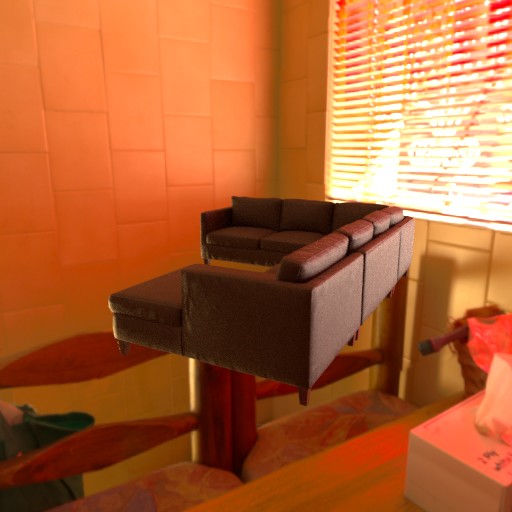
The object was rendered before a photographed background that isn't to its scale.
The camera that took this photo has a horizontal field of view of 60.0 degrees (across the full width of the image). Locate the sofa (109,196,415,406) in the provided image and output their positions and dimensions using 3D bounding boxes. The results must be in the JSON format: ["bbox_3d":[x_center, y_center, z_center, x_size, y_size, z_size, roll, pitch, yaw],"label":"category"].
[{"bbox_3d":[0.000,0.000,4.574,2.593,0.923,3.460,7,15,28],"label":"sofa"}]
